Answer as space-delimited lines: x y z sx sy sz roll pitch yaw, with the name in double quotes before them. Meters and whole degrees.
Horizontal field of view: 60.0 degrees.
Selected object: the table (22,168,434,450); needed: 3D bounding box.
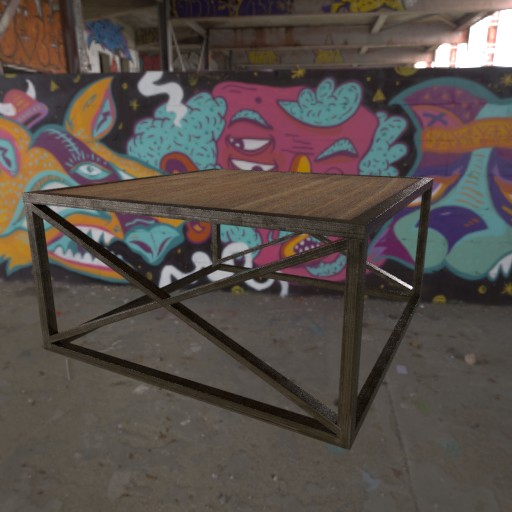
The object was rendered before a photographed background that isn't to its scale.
"table" 0.000 0.000 1.398 0.899 0.451 0.909 8 18 27
